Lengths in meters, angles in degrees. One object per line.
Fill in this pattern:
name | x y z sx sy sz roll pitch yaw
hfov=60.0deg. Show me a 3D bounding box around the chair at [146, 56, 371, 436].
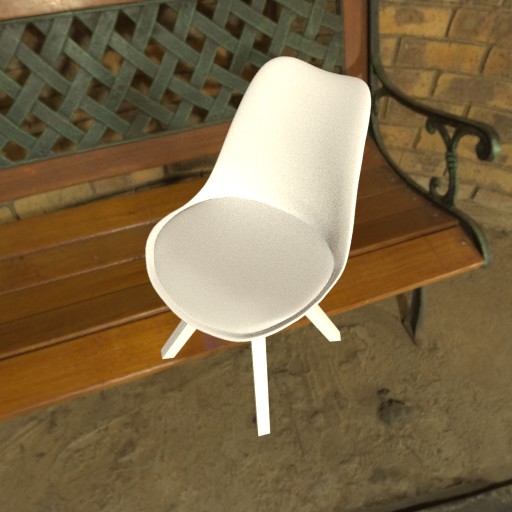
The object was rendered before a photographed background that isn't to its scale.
chair | 0.000 0.000 1.201 0.485 0.850 0.550 30 54 25
